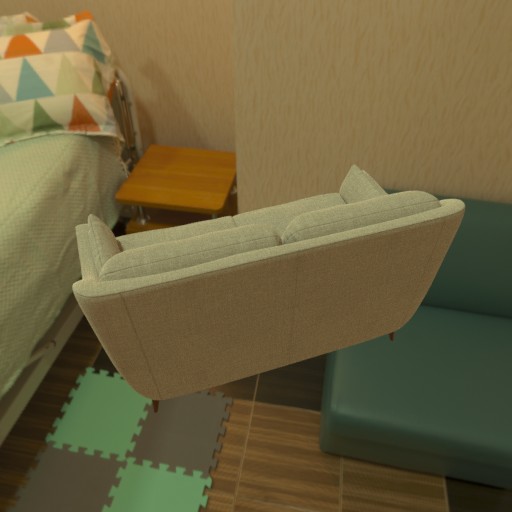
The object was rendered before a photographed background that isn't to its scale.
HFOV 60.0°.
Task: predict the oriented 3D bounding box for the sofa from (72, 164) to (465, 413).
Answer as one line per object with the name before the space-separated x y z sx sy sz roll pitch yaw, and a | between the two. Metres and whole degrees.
sofa | 0.000 0.000 2.217 1.652 0.888 0.965 -13 44 -14
